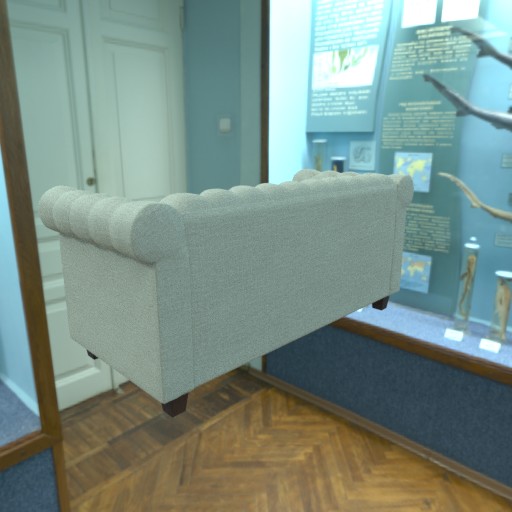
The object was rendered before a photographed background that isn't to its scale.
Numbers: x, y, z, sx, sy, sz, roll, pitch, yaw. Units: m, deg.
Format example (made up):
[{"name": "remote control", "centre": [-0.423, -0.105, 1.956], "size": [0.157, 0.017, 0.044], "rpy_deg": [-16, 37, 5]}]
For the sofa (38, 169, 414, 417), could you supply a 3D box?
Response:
[{"name": "sofa", "centre": [0.000, 0.000, 2.248], "size": [0.783, 0.797, 1.798], "rpy_deg": [14, 20, 43]}]
